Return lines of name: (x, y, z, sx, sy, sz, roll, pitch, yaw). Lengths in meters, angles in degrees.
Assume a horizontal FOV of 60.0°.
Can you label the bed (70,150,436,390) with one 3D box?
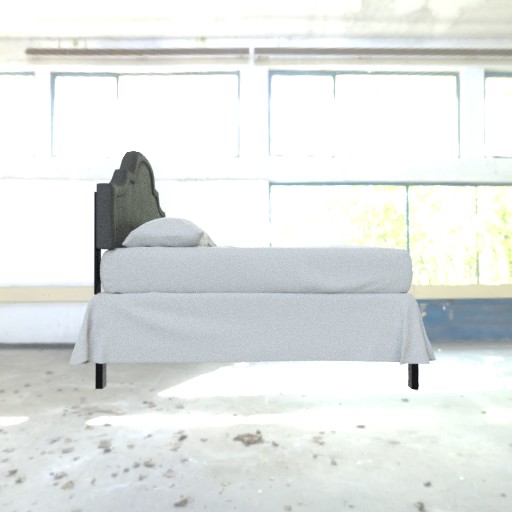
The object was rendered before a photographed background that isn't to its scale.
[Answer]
bed: (0.000, 0.000, 3.500, 2.222, 1.634, 1.780, 0, 0, 0)
